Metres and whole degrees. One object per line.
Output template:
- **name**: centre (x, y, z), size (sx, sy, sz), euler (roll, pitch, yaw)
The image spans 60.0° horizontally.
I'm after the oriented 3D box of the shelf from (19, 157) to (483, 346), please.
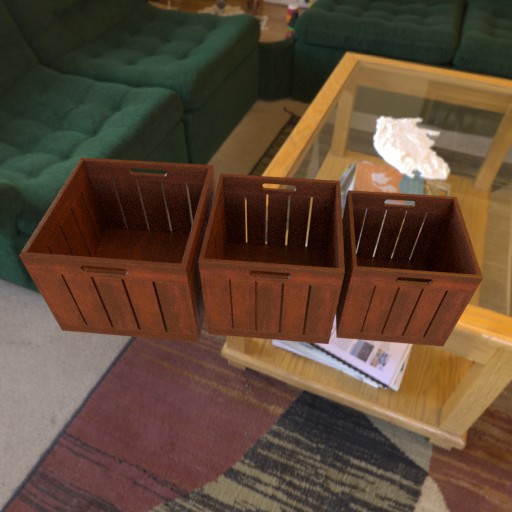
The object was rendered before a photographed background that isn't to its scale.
- **shelf**: centre (0.000, 0.000, 1.238), size (1.064, 0.311, 0.393), euler (4, 47, 4)
